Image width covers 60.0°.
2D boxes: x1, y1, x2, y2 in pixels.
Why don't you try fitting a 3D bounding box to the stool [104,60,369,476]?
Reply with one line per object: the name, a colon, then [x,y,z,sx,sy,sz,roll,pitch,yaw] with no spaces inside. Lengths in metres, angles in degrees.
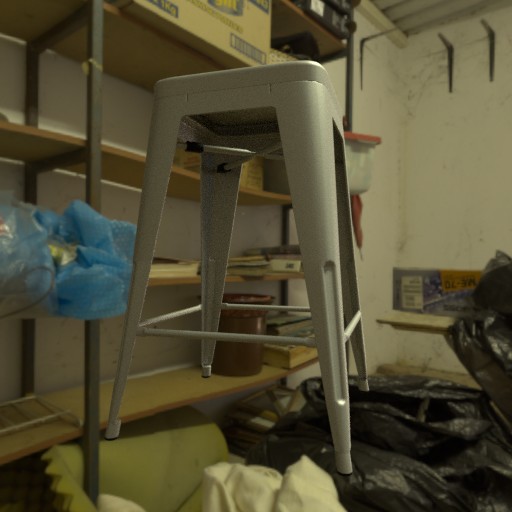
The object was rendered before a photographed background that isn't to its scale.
stool: [0.000,0.000,0.862,0.406,0.610,0.406,0,0,18]
